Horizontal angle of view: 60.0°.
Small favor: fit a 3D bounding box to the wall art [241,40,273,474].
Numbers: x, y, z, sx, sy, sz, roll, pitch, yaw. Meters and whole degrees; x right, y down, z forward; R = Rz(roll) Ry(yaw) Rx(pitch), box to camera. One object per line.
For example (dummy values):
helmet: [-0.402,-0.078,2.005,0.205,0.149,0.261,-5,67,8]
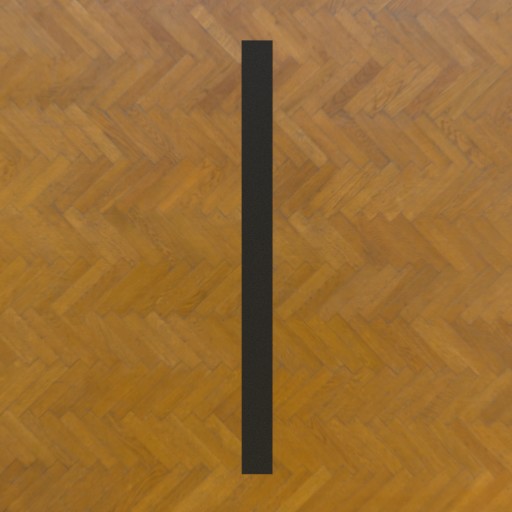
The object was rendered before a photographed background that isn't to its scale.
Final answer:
wall art: [0.000,0.000,0.745,0.033,0.559,0.457,0,90,0]
